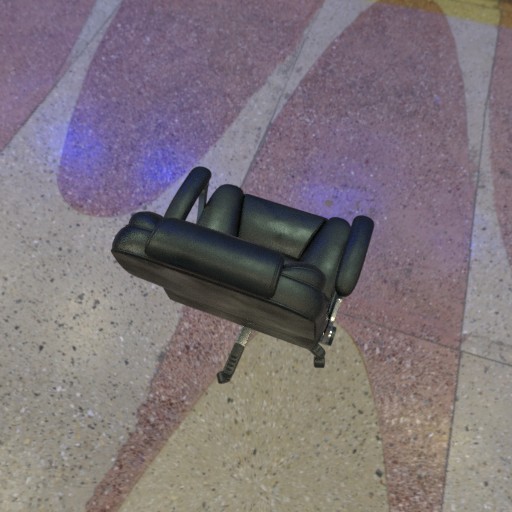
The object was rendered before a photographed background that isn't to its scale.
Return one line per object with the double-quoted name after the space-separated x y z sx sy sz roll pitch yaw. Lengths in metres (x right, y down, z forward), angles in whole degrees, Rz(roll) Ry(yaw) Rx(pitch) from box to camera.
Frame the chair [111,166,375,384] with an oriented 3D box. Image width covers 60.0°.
0.000 0.000 1.473 0.697 1.075 0.689 18 64 9 "chair"
